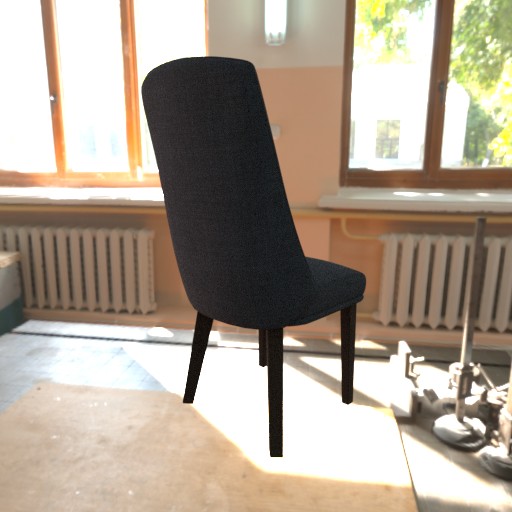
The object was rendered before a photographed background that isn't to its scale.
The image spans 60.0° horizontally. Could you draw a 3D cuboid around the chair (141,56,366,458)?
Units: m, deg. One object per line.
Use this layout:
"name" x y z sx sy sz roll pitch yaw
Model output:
"chair" 0.000 0.000 1.368 0.510 1.050 0.577 12 17 43
